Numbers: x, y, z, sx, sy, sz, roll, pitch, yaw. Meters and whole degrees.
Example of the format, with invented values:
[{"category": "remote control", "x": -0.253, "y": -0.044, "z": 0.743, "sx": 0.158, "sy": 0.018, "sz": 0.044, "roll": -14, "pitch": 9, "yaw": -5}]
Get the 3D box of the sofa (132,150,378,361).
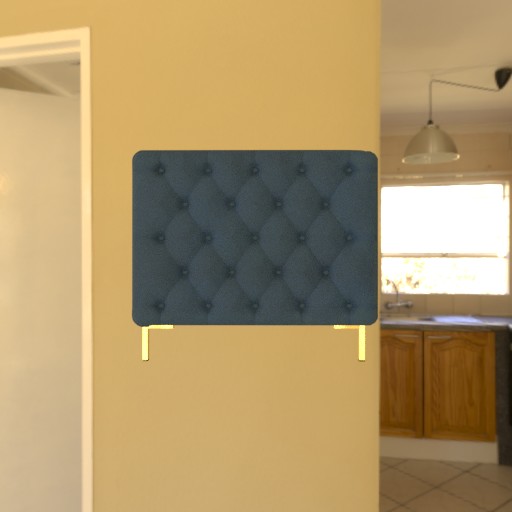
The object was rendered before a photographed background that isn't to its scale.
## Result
[{"category": "sofa", "x": 0.000, "y": 0.000, "z": 2.649, "sx": 0.895, "sy": 0.771, "sz": 2.209, "roll": 0, "pitch": 0, "yaw": 0}]
